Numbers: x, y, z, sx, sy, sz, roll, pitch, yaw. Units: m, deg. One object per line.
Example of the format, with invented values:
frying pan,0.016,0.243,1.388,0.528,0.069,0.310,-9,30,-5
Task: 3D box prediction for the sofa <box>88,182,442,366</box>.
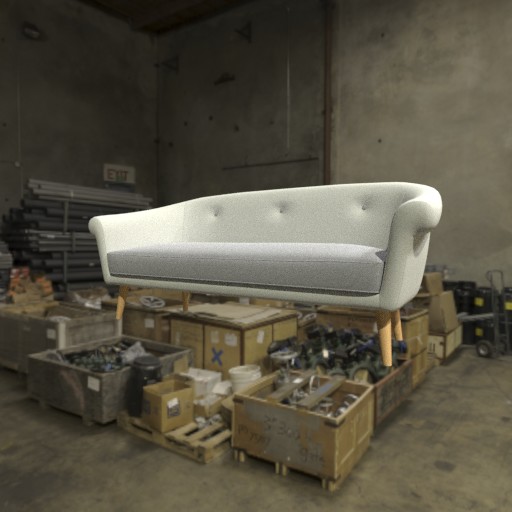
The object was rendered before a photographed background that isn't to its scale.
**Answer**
sofa,0.000,0.000,2.544,2.160,0.795,0.827,2,3,37
